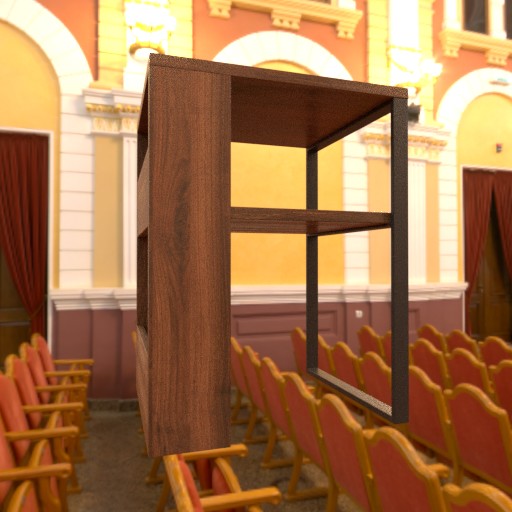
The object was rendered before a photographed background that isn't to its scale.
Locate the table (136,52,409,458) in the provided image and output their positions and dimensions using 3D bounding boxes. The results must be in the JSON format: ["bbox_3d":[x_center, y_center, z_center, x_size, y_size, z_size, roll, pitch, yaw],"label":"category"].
[{"bbox_3d":[0.000,0.000,1.568,0.786,1.041,0.660,0,-1,-18],"label":"table"}]
